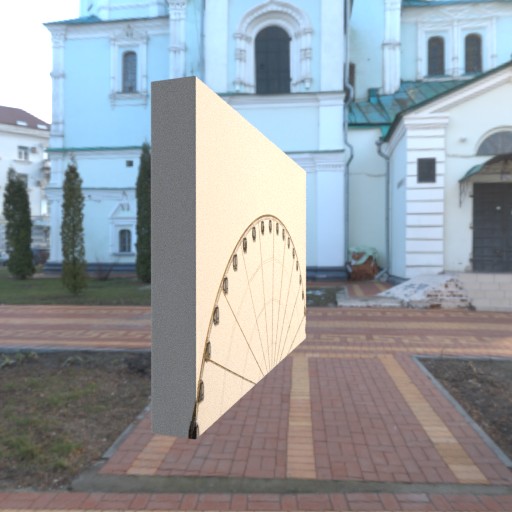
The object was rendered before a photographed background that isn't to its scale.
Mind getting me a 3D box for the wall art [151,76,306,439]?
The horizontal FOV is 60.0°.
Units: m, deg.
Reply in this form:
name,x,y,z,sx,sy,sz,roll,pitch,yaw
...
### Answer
name,x,y,z,sx,sy,sz,roll,pitch,yaw
wall art,0.000,0.000,0.497,0.039,0.254,0.384,0,1,18
